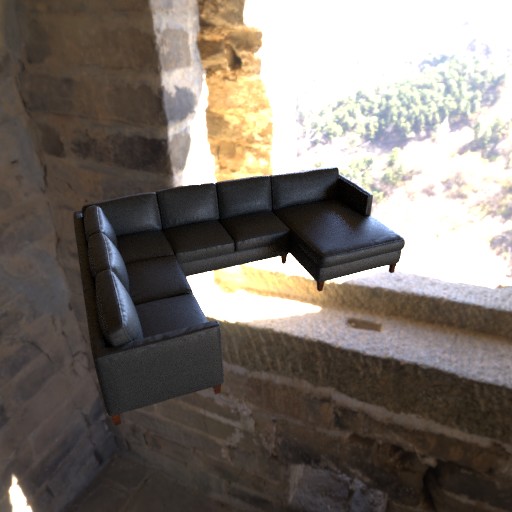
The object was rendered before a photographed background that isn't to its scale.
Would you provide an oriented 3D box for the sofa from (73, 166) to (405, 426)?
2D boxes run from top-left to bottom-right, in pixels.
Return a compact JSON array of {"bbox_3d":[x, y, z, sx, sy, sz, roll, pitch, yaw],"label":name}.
[{"bbox_3d":[0.000,0.000,4.706,3.460,0.923,2.593,-12,33,-19],"label":"sofa"}]
